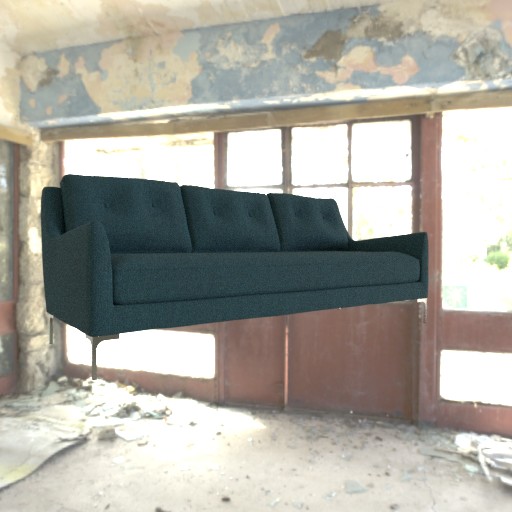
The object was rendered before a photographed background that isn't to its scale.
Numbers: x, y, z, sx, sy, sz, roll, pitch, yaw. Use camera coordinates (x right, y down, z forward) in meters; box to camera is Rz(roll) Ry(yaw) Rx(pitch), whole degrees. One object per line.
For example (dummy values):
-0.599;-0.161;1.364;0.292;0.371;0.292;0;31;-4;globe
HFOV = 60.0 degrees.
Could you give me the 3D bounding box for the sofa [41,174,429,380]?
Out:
0.000;0.000;2.464;2.060;0.837;0.849;-1;1;-36;sofa
